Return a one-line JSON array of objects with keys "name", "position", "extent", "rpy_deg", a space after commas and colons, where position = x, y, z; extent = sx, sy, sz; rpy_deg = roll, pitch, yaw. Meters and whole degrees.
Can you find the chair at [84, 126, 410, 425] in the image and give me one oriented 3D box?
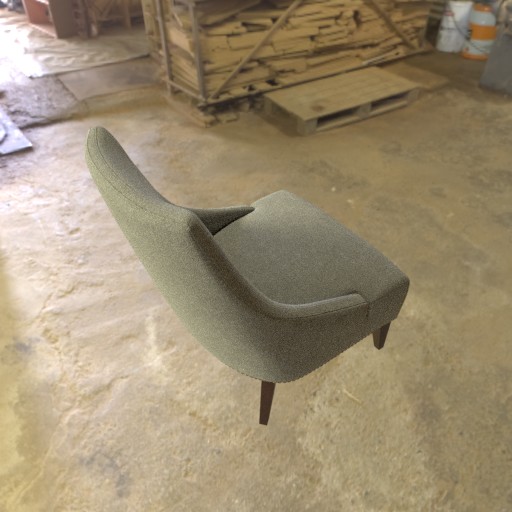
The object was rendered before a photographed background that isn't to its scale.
[{"name": "chair", "position": [0.000, 0.000, 1.476], "extent": [0.861, 0.909, 0.701], "rpy_deg": [-25, 47, -26]}]
